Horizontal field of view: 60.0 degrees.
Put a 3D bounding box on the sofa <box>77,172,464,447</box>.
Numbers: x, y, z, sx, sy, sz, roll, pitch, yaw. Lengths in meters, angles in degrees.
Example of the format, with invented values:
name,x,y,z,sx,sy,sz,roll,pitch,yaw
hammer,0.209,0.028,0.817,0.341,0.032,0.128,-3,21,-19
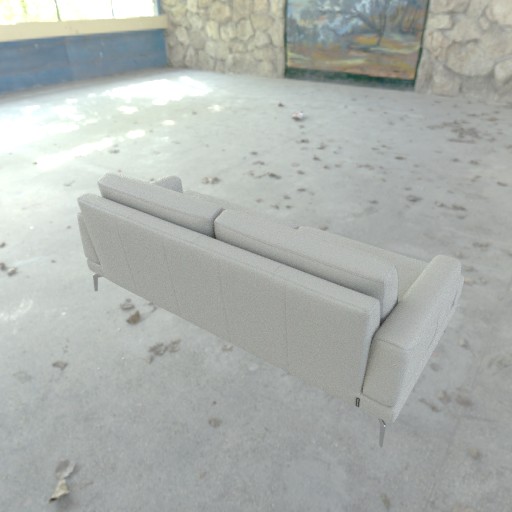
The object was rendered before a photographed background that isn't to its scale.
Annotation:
name,x,y,z,sx,sy,sz,roll,pitch,yaw
sofa,0.000,0.000,2.380,1.940,0.765,0.974,20,37,30
